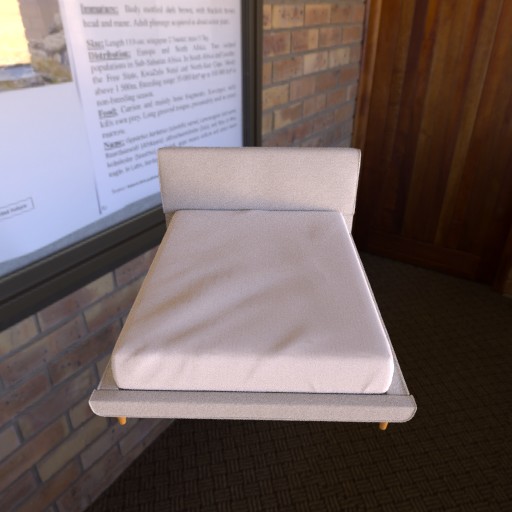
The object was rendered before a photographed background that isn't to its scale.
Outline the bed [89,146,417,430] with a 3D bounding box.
[{"bbox_3d":[0.000,0.000,3.583,1.980,1.126,2.498,1,29,1],"label":"bed"}]
